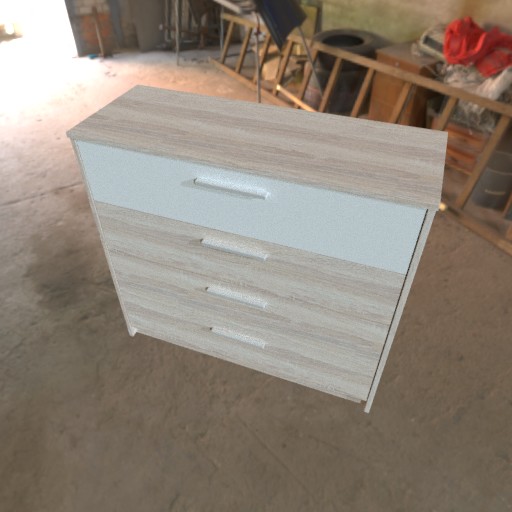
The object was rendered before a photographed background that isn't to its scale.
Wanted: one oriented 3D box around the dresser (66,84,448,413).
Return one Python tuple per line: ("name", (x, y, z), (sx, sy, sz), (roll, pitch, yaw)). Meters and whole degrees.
("dresser", (0.000, 0.000, 1.509), (0.980, 0.900, 0.380), (14, 44, 15))
